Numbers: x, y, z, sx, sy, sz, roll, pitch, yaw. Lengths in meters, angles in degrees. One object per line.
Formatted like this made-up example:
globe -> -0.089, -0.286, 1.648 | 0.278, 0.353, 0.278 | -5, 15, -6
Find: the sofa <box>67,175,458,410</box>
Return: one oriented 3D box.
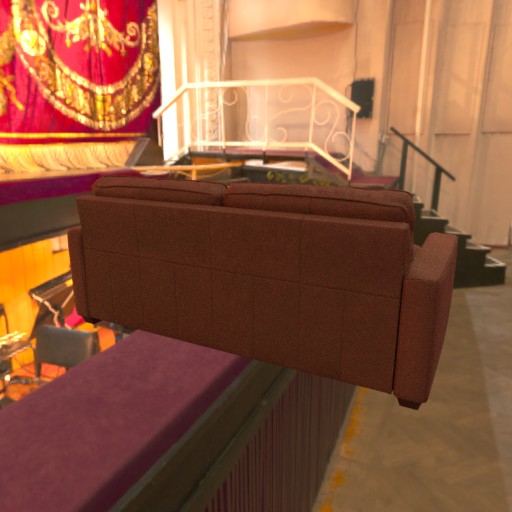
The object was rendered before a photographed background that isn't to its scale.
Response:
sofa -> 0.000, 0.000, 2.551 | 2.080, 0.919, 0.940 | 8, 17, 27
